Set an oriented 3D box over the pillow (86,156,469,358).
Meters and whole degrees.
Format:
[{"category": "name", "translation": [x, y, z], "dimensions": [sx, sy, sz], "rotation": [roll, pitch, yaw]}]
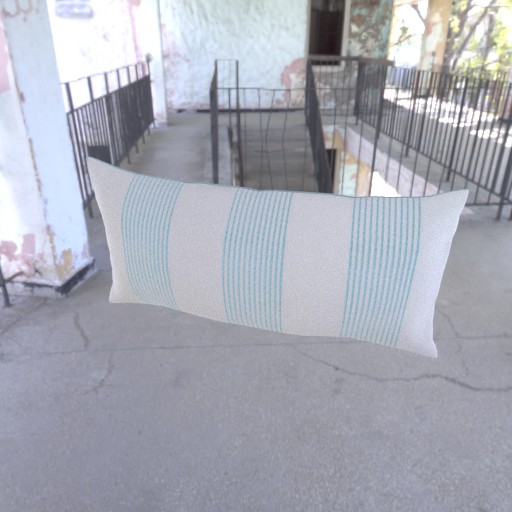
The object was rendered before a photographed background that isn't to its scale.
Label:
[{"category": "pillow", "translation": [0.000, 0.000, 0.735], "dimensions": [0.610, 0.287, 0.151], "rotation": [8, 27, 15]}]
